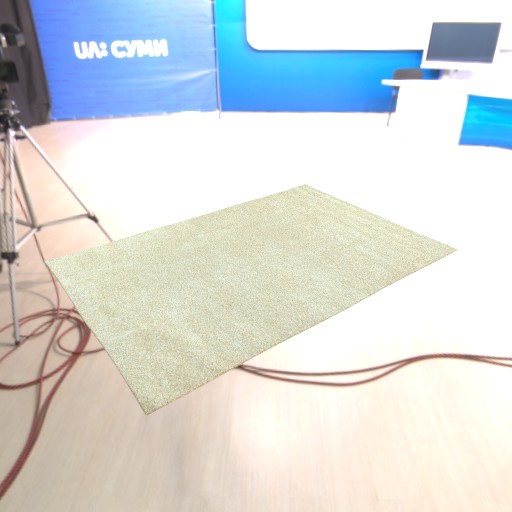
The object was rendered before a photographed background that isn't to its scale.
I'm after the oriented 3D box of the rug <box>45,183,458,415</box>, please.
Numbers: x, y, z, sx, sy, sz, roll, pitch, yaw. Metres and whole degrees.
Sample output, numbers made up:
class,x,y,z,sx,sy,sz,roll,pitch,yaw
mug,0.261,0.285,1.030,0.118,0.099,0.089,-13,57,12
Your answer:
class,x,y,z,sx,sy,sz,roll,pitch,yaw
rug,0.000,0.000,3.479,2.699,0.025,1.800,-21,36,-31
